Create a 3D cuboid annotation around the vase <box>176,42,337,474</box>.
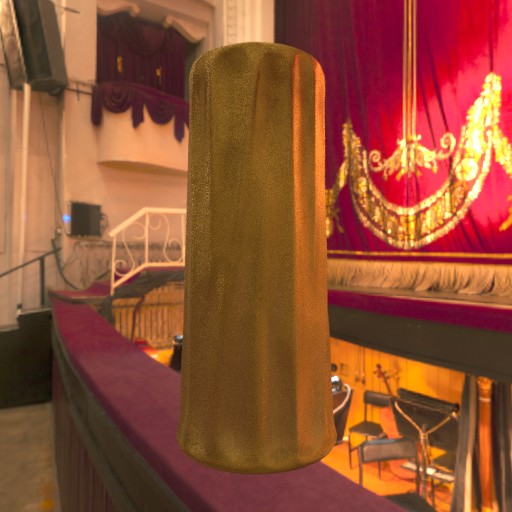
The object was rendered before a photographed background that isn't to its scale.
[{"bbox_3d":[0.000,0.000,0.173,0.061,0.143,0.061,0,-1,0],"label":"vase"}]
